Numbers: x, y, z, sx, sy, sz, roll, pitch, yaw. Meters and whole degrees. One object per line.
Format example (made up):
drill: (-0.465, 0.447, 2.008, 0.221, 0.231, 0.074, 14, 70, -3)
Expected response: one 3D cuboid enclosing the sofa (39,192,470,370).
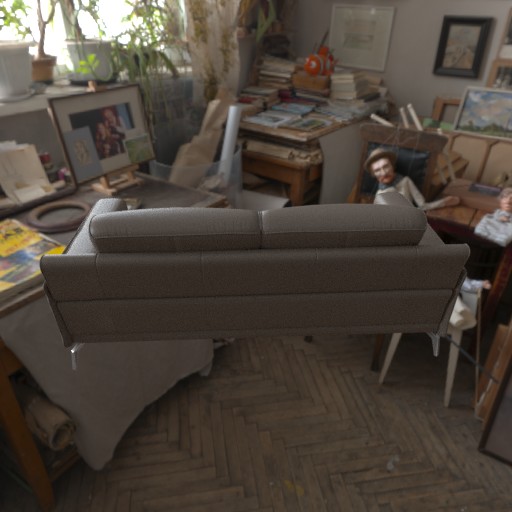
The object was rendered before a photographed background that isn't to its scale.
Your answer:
sofa: (0.000, 0.000, 2.573, 2.101, 0.930, 1.049, -2, 31, -3)
